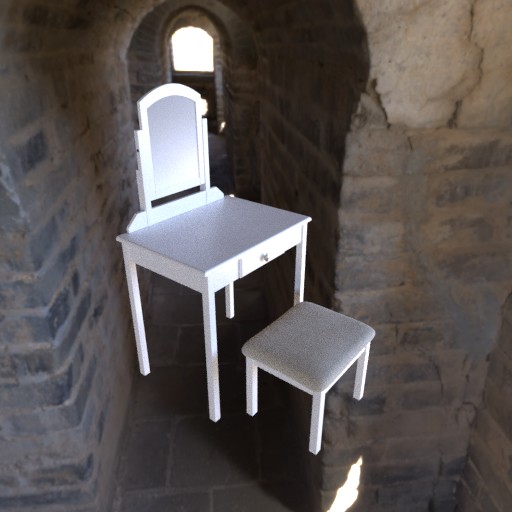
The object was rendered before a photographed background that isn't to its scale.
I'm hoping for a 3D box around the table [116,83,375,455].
[{"bbox_3d":[0.000,0.000,2.325,1.211,1.631,0.876,19,32,34],"label":"table"}]
